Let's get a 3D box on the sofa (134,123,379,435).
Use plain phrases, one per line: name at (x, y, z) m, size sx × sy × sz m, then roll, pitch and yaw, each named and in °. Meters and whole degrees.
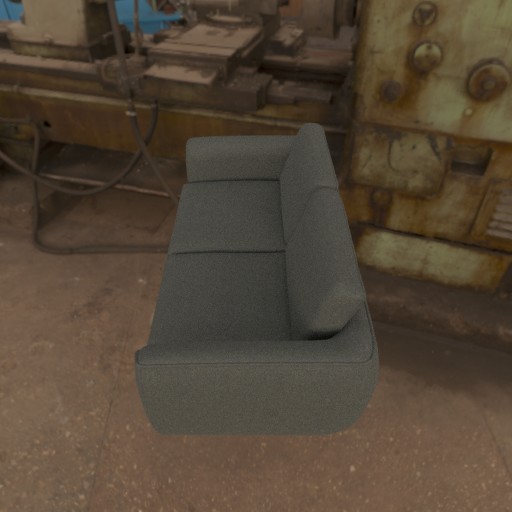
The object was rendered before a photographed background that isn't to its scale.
sofa at (0.000, 0.000, 2.240) m, size 0.920 × 0.850 × 1.700 m, roll 0°, pitch 42°, yaw 0°
